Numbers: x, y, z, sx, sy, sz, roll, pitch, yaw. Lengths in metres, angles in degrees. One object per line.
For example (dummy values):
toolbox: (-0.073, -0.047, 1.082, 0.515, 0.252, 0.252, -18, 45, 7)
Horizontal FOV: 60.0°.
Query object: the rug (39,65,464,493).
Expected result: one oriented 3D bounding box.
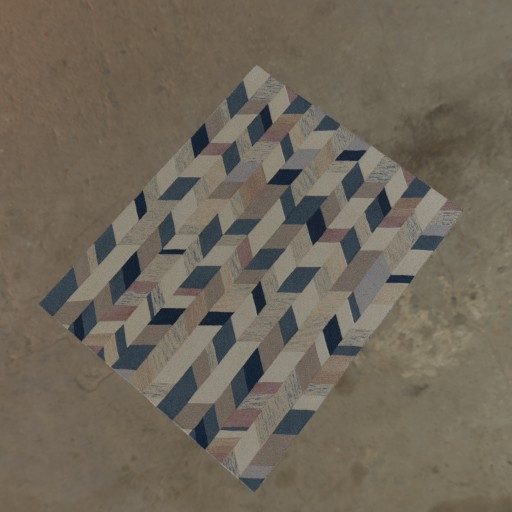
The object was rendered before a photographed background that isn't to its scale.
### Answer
rug: (0.000, 0.000, 3.985, 2.451, 0.011, 3.072, 38, 80, 8)
